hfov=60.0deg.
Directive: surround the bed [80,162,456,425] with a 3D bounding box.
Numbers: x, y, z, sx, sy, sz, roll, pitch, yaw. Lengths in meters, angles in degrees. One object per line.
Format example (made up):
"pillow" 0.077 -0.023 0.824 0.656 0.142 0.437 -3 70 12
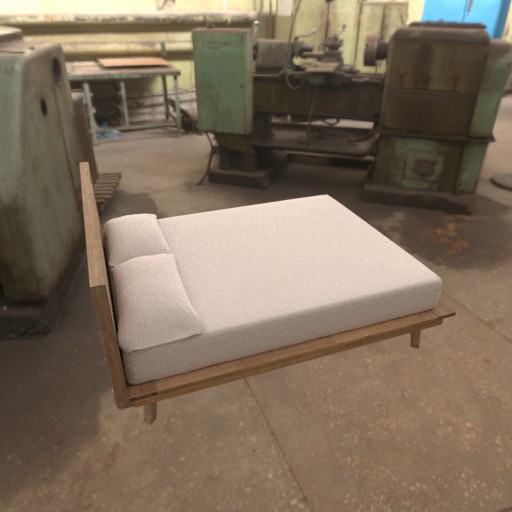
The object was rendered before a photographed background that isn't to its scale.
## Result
"bed" 0.000 0.000 3.148 2.145 1.071 1.759 -10 31 -18
